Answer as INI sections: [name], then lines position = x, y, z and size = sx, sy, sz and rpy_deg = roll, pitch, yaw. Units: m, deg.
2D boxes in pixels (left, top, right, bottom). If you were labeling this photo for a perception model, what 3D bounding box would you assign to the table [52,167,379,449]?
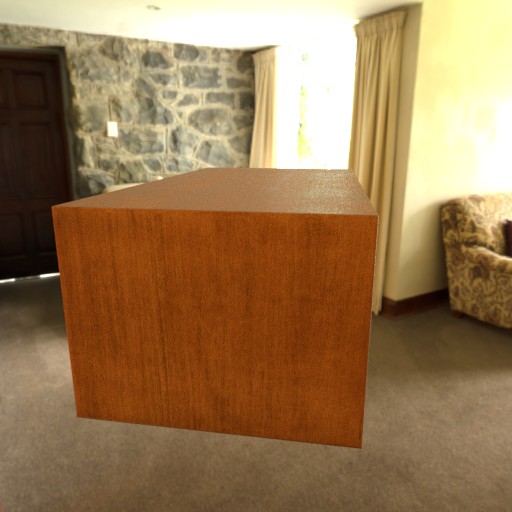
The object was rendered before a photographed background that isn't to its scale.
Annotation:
[table]
position = 0.000, 0.000, 1.251
size = 0.549, 0.419, 1.000
rpy_deg = 3, 15, 9
